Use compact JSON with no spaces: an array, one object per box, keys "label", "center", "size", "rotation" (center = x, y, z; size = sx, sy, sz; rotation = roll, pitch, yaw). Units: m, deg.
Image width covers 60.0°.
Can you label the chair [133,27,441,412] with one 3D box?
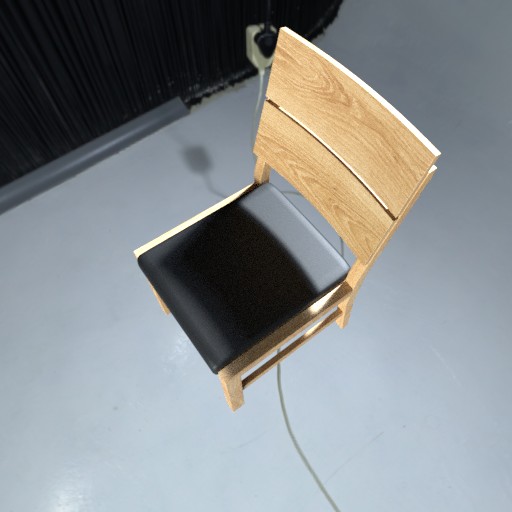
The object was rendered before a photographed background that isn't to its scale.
[{"label":"chair","center":[0.000,0.000,1.274],"size":[0.569,0.950,0.475],"rotation":[-33,67,-17]}]
